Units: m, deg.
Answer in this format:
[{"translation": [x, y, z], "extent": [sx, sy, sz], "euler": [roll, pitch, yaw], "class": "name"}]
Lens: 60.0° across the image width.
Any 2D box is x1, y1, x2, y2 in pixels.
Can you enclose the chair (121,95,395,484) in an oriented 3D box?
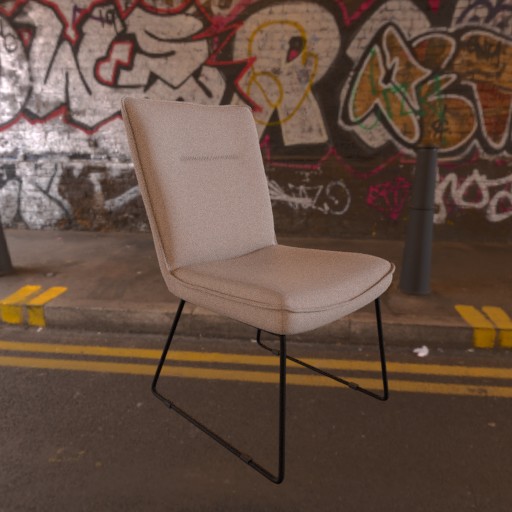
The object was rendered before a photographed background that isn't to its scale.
[{"translation": [0.000, 0.000, 1.344], "extent": [0.515, 0.930, 0.688], "euler": [-14, 20, -43], "class": "chair"}]
